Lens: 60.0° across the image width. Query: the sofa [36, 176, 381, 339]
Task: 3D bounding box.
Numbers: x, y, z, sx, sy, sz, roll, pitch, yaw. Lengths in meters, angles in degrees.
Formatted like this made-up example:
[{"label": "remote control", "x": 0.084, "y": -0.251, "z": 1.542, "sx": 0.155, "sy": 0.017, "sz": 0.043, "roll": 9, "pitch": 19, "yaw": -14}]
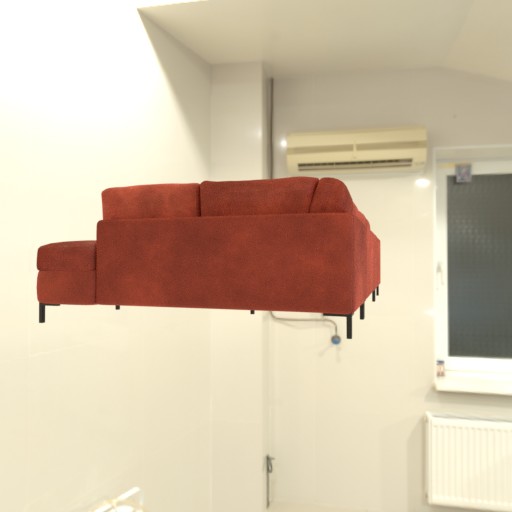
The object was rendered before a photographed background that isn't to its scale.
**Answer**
[{"label": "sofa", "x": 0.000, "y": 0.000, "z": 3.861, "sx": 1.981, "sy": 0.858, "sz": 2.971, "roll": 0, "pitch": -1, "yaw": 18}]
